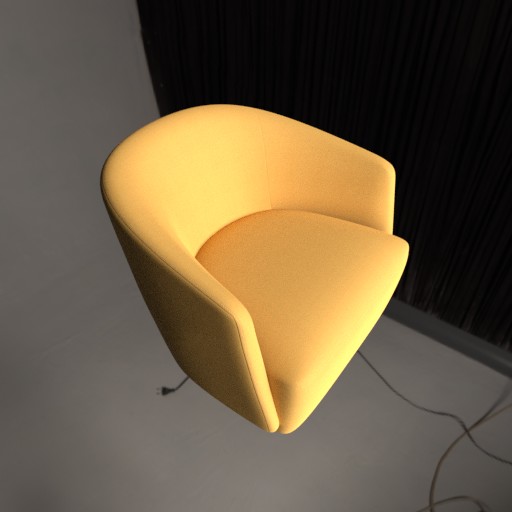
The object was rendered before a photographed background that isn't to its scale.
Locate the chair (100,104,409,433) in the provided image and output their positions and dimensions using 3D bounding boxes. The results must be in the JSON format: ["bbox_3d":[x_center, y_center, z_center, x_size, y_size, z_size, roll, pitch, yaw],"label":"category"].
[{"bbox_3d":[0.000,0.000,1.360,0.767,0.698,0.773,26,47,27],"label":"chair"}]
